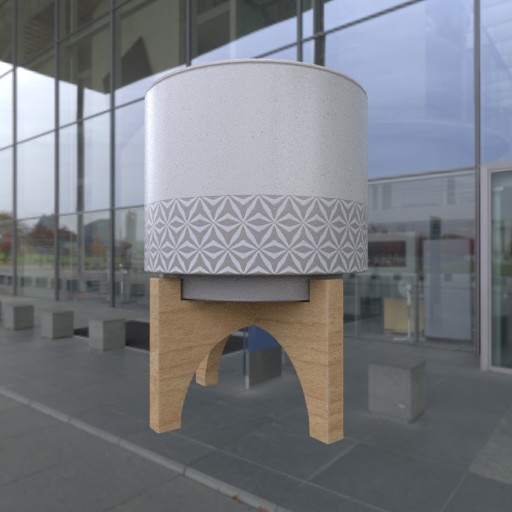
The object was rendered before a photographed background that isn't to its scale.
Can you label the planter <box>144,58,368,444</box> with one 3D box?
[{"bbox_3d":[0.000,0.000,0.385,0.188,0.260,0.188,0,0,0],"label":"planter"}]
